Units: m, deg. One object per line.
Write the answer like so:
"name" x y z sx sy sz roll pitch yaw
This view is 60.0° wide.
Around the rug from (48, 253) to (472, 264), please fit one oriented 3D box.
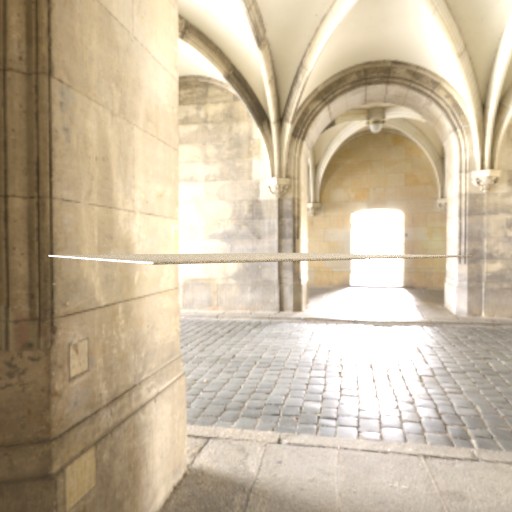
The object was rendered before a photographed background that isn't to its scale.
"rug" 0.000 0.000 4.072 3.061 0.014 2.447 -1 1 -36
